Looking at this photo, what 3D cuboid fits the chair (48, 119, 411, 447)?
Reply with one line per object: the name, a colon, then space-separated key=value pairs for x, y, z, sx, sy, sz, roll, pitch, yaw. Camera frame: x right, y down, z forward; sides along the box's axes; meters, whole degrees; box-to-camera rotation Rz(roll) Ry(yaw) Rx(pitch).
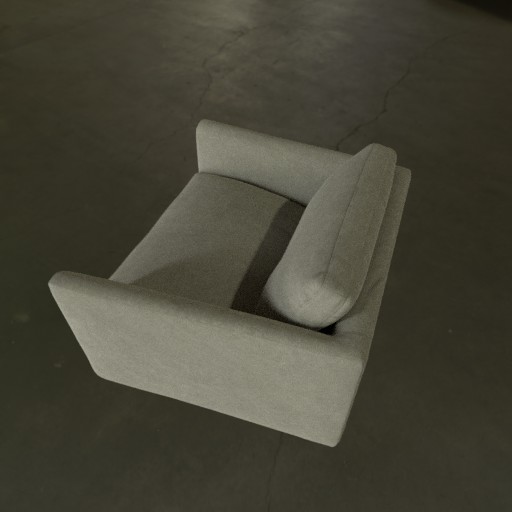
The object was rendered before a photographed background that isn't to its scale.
chair: x=0.000 y=0.000 z=1.900 sx=1.091 sy=0.845 sz=1.190 roll=15 pitch=47 yaw=15
